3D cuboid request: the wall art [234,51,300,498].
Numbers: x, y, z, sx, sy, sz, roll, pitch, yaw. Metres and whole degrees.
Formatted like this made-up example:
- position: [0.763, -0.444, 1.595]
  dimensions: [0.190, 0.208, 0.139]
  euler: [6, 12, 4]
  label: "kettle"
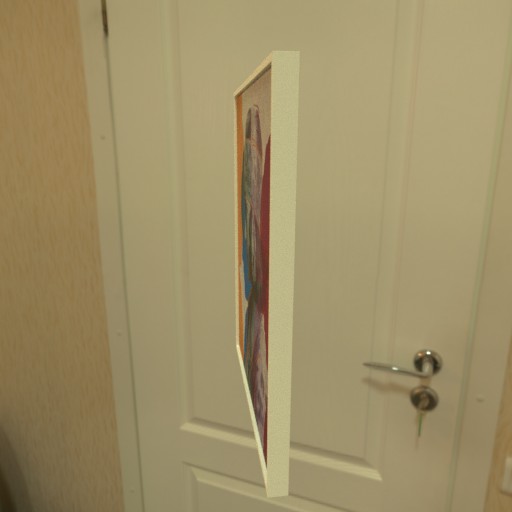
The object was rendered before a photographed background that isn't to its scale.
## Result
- position: [0.000, 0.000, 0.734]
  dimensions: [0.030, 0.549, 0.443]
  euler: [-2, 15, -8]
  label: "wall art"
